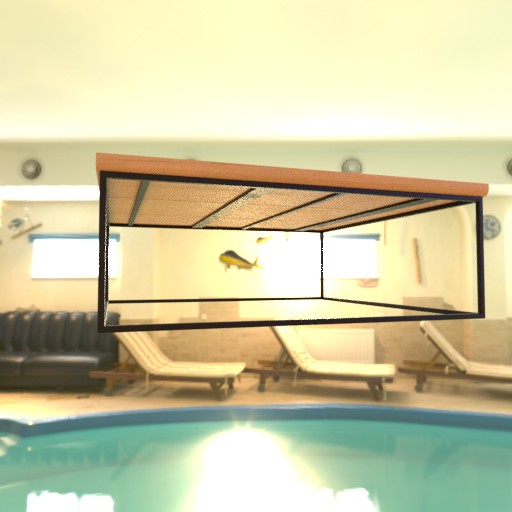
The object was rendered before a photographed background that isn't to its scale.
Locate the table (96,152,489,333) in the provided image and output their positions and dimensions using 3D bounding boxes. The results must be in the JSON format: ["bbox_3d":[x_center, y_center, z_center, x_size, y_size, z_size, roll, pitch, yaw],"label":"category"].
[{"bbox_3d":[0.000,0.000,1.663,1.100,0.400,1.100,1,-3,-18],"label":"table"}]
